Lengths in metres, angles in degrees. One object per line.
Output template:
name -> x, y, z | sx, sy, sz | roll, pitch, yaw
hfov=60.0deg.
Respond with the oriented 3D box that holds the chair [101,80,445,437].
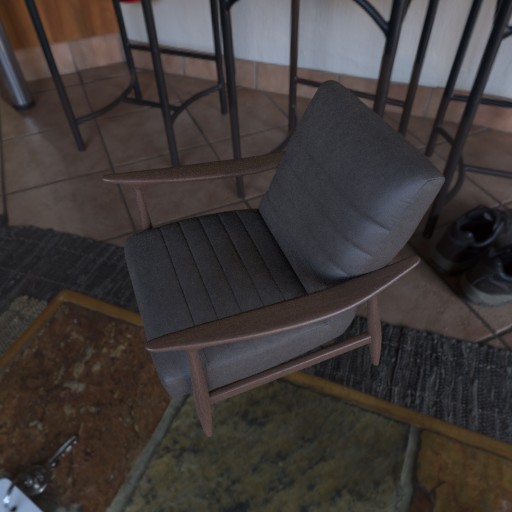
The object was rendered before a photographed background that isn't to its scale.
chair -> 0.000, 0.000, 1.436 | 0.798, 0.831, 0.741 | -16, 49, -14
